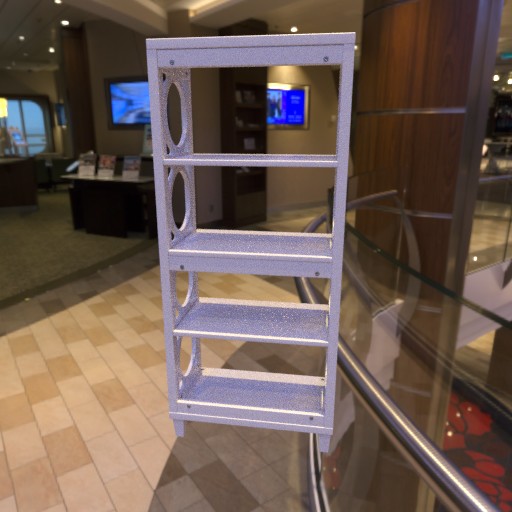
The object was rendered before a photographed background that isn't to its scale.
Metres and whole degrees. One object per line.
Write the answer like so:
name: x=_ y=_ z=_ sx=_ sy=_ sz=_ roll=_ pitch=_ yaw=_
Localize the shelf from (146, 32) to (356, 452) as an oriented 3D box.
shelf: x=0.000 y=0.000 z=1.627 sx=0.611 sy=1.411 sz=0.340 roll=3 pitch=16 yaw=9
